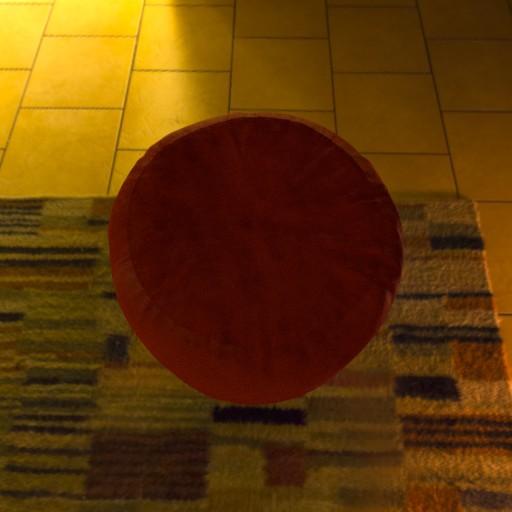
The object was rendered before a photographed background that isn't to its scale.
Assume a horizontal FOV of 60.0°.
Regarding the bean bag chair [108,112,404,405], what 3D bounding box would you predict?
[{"bbox_3d":[0.000,0.000,1.988,1.219,0.762,1.219,0,64,0],"label":"bean bag chair"}]
